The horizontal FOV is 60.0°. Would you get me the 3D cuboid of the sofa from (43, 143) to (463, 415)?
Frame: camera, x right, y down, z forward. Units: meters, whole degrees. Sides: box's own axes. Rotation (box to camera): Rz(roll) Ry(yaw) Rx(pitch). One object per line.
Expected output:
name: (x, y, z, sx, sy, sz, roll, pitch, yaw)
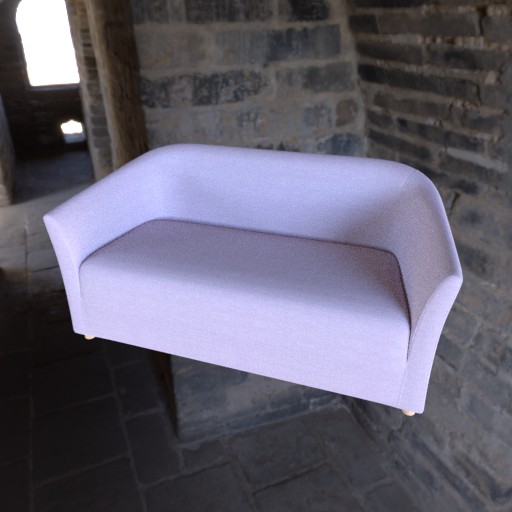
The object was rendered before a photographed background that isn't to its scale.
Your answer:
sofa: (0.000, 0.000, 1.827, 1.452, 0.721, 0.705, 9, 29, 16)
